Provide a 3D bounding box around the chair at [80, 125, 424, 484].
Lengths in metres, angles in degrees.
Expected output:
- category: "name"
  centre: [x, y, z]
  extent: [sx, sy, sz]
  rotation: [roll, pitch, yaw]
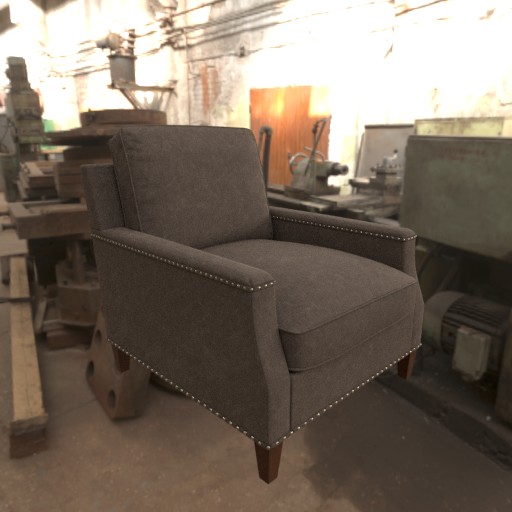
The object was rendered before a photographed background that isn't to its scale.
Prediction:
- category: "chair"
  centre: [0.000, 0.000, 1.656]
  extent: [0.853, 0.948, 1.014]
  rotation: [-14, 21, -42]
